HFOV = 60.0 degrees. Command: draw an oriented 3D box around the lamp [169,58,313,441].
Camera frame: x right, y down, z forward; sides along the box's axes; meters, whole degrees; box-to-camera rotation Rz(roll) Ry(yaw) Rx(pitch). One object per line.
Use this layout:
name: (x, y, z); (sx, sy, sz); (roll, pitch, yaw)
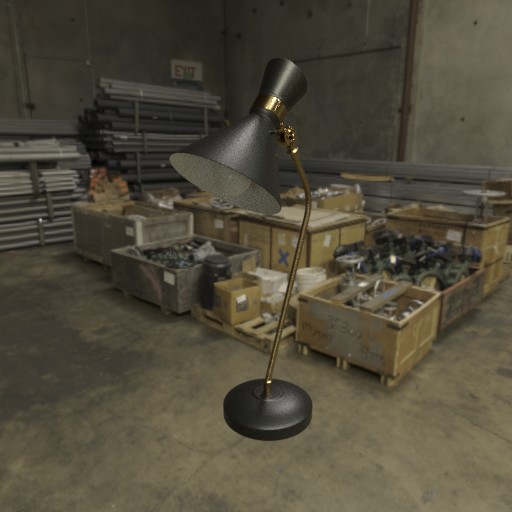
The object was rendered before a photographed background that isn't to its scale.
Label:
lamp: (0.000, 0.000, 0.766); (0.292, 0.647, 0.189); (-14, 20, -43)
